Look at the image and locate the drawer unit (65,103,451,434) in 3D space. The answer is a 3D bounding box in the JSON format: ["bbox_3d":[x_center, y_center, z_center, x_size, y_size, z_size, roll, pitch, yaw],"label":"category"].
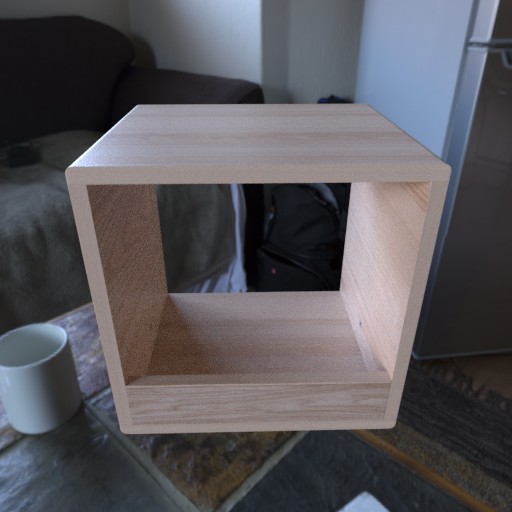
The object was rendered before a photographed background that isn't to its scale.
[{"bbox_3d":[0.000,0.000,0.601,0.344,0.344,0.290,-1,29,-1],"label":"drawer unit"}]
